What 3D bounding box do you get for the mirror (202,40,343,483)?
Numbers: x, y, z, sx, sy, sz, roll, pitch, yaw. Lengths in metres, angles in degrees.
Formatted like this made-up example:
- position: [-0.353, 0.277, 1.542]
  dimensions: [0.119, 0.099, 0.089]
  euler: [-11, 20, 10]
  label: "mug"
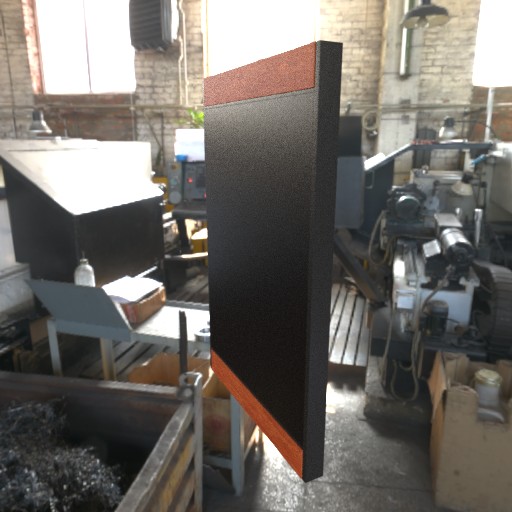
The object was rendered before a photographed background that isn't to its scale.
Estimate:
- position: [0.000, 0.000, 1.027]
  dimensions: [0.047, 0.823, 0.525]
  euler: [-7, 17, -26]
  label: "mirror"
